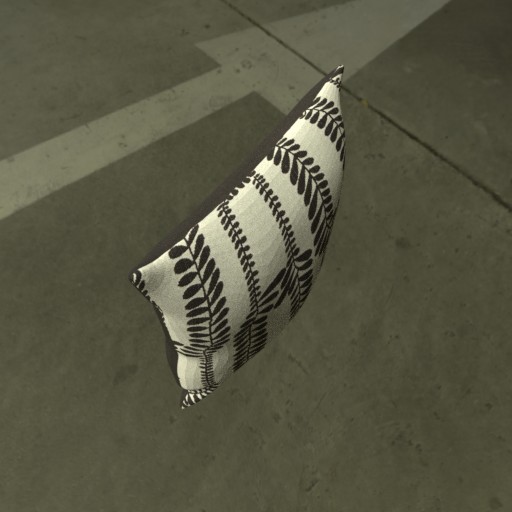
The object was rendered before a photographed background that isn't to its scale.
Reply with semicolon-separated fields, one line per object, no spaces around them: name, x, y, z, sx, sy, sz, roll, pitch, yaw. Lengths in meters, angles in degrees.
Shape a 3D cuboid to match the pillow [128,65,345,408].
pillow;0.000;0.000;0.696;0.182;0.441;0.440;30;61;18
